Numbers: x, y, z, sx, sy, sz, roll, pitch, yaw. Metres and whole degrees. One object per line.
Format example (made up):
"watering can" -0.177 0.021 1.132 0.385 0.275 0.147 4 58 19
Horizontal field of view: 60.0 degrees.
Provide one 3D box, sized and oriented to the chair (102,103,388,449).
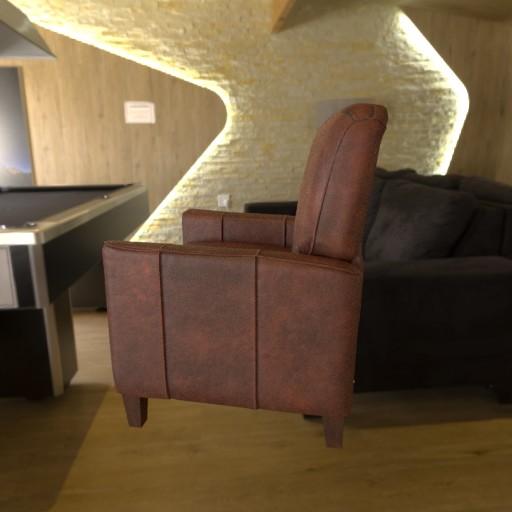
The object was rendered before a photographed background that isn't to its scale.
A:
"chair" 0.000 0.000 1.665 0.836 1.043 0.843 2 13 10
